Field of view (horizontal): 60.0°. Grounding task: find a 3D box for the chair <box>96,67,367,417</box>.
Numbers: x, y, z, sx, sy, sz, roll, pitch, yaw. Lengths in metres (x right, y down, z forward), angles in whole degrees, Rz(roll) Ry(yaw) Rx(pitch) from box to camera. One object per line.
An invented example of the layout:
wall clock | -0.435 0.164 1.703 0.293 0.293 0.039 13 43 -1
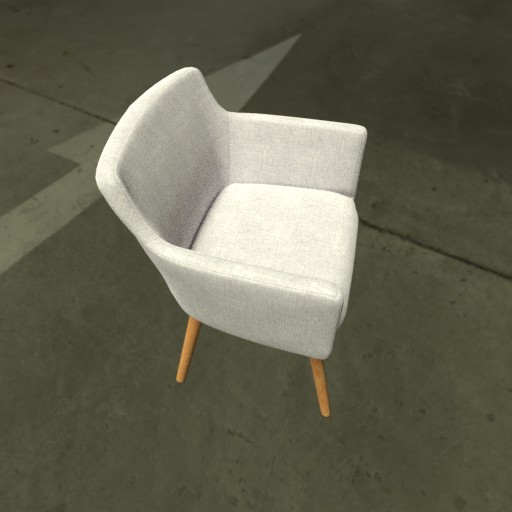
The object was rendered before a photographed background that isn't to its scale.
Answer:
chair | 0.000 0.000 1.145 0.540 0.780 0.570 10 48 9
